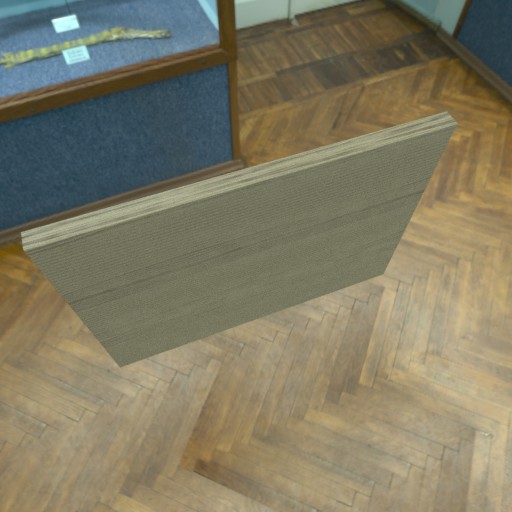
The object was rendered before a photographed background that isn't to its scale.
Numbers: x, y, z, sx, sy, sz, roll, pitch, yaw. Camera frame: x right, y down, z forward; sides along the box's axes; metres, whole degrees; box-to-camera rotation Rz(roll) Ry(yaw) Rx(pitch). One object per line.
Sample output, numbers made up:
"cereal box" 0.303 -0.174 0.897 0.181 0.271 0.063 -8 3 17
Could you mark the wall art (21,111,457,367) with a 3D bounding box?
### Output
"wall art" 0.000 0.000 1.081 0.841 0.609 0.063 -18 60 -11
